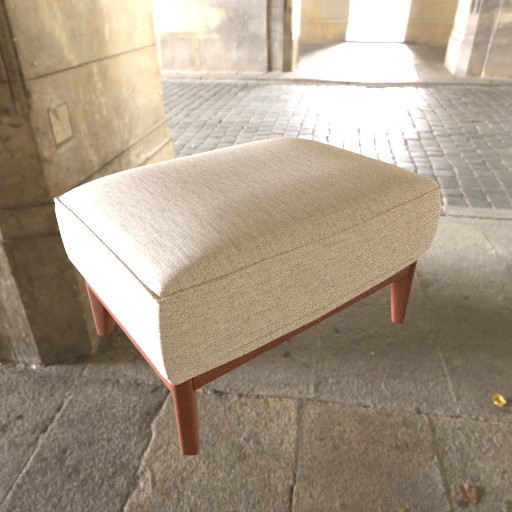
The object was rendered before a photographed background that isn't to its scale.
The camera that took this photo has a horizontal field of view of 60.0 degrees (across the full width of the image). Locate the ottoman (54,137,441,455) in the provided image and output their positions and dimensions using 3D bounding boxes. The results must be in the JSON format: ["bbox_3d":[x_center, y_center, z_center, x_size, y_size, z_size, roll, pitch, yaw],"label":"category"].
[{"bbox_3d":[0.000,0.000,1.140,0.794,0.465,0.594,-22,37,-32],"label":"ottoman"}]
